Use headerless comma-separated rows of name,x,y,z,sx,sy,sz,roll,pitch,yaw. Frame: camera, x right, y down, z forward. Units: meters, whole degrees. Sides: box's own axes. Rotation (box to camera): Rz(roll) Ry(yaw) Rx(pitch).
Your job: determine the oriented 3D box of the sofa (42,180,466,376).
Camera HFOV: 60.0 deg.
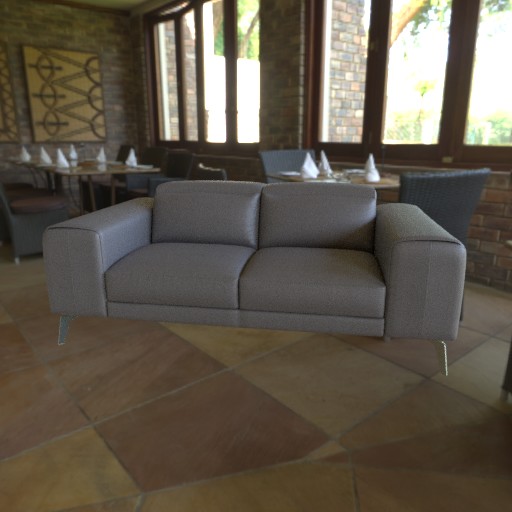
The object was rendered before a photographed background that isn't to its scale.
sofa,0.000,0.000,2.474,1.930,0.753,1.024,2,15,9
